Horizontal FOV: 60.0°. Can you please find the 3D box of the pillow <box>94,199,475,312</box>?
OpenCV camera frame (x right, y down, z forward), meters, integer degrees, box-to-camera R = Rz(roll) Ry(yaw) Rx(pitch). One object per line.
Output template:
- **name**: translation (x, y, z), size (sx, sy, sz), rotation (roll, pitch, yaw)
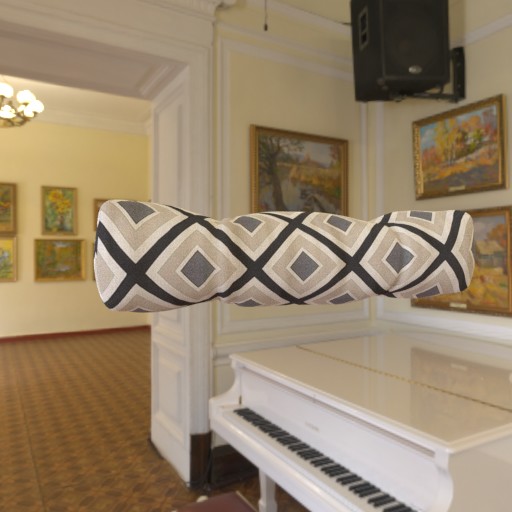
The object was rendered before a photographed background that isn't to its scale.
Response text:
- **pillow**: translation (0.000, 0.000, 0.731), size (0.490, 0.128, 0.468), rotation (0, 0, -18)
